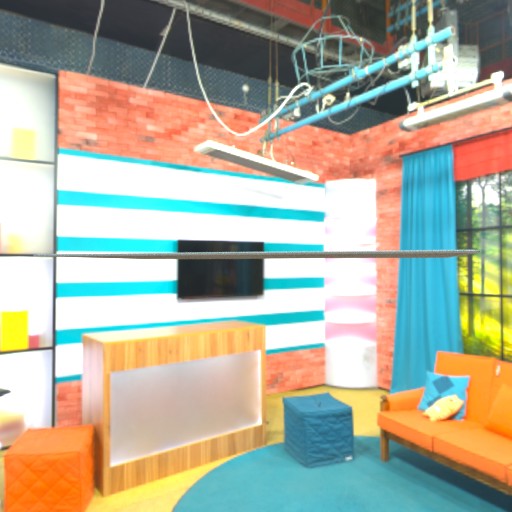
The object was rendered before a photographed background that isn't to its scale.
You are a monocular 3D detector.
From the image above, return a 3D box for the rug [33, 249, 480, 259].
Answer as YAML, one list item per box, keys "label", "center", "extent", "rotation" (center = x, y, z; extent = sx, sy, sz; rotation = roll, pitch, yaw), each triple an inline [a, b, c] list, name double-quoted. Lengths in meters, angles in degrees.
- label: "rug"
  center: [0.000, 0.000, 1.439]
  extent: [1.219, 0.007, 0.604]
  rotation: [0, -1, 18]
